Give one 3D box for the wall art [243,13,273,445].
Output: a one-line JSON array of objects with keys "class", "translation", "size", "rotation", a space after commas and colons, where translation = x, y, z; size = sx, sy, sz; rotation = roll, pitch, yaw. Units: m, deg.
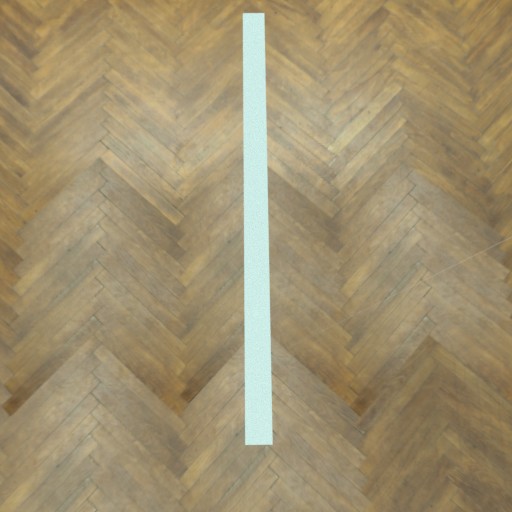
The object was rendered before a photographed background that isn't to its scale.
[{"class": "wall art", "translation": [0.000, 0.000, 1.126], "size": [0.041, 0.765, 0.768], "rotation": [-1, 76, 0]}]
